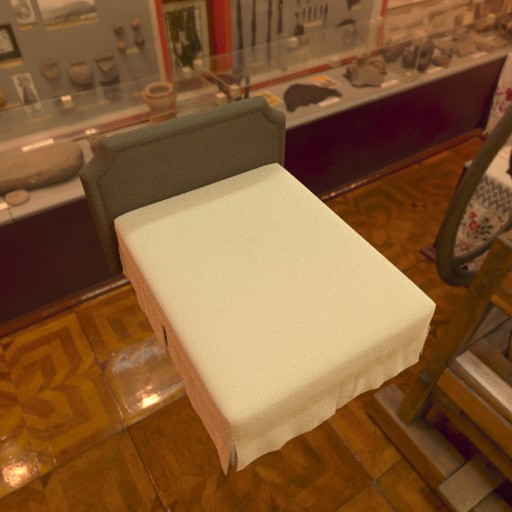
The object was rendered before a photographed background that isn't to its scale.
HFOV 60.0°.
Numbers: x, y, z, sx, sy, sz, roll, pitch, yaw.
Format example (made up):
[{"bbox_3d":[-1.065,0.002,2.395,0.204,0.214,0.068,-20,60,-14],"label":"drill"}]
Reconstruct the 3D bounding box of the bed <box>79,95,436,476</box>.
[{"bbox_3d":[0.000,0.000,3.284,1.831,1.297,2.181,-23,50,-21],"label":"bed"}]
